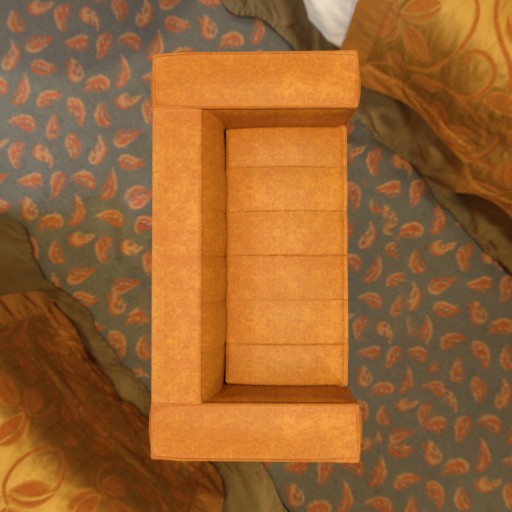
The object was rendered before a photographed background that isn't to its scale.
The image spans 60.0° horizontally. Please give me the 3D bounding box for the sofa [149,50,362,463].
[{"bbox_3d":[0.000,0.000,2.541,1.102,0.703,2.088,0,89,1],"label":"sofa"}]
